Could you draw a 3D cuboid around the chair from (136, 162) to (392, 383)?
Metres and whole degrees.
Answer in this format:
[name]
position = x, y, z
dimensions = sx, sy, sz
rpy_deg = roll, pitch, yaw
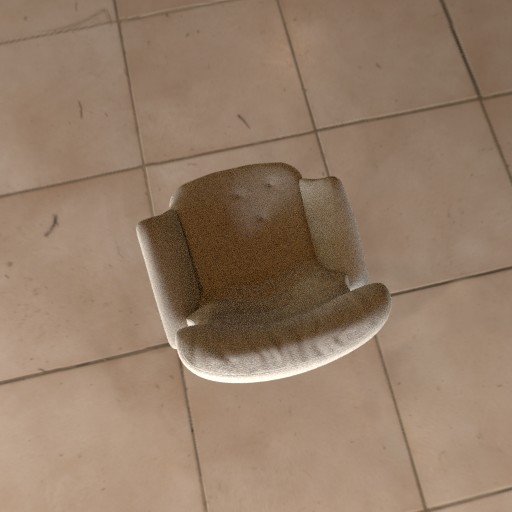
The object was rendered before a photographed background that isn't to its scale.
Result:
[chair]
position = 0.000, 0.000, 1.586
dimensions = 0.785, 0.995, 0.837
rpy_deg = -14, 76, -3
